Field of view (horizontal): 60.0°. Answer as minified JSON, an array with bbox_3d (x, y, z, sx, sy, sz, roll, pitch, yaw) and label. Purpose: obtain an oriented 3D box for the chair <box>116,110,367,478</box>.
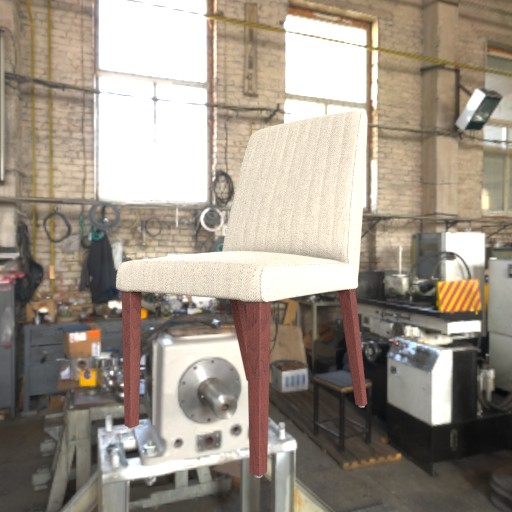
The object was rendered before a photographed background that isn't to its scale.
[{"bbox_3d":[0.000,0.000,1.246,0.480,0.900,0.594,0,0,37],"label":"chair"}]
